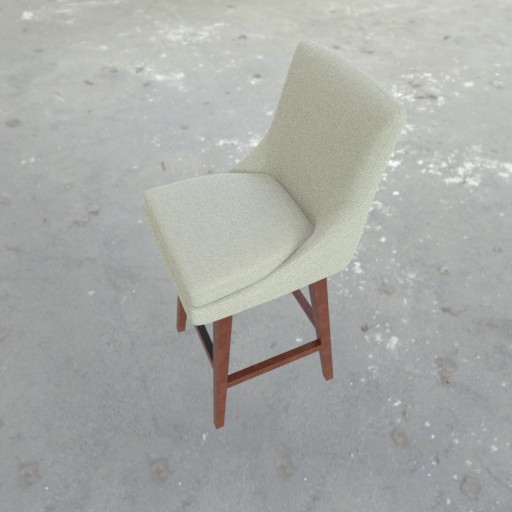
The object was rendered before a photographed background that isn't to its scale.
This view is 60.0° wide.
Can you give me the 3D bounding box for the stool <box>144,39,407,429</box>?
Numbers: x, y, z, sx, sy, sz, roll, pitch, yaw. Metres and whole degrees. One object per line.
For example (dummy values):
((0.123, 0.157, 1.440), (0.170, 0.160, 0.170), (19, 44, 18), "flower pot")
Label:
((0.000, 0.000, 1.382), (0.559, 1.092, 0.470), (-18, 49, -17), "stool")
